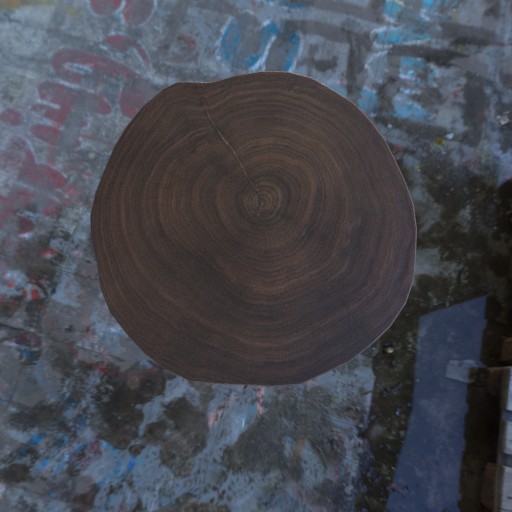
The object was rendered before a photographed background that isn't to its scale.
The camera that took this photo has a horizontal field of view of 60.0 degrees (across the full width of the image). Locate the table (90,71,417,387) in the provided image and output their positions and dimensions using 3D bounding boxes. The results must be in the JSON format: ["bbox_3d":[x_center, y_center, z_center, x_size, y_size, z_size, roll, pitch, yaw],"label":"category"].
[{"bbox_3d":[0.000,0.000,0.874,0.477,0.476,0.494,14,76,4],"label":"table"}]
